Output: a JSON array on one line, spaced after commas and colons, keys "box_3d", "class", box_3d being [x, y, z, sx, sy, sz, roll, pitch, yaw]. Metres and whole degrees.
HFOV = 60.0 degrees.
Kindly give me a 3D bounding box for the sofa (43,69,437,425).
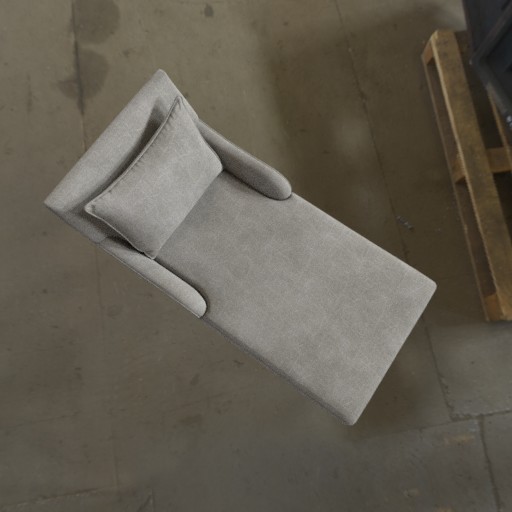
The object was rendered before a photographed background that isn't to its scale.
[{"box_3d": [0.000, 0.000, 2.358, 1.779, 0.859, 0.894, 34, 78, 8], "class": "sofa"}]
